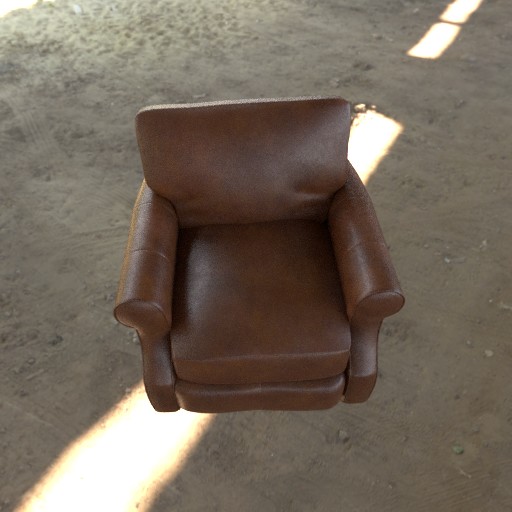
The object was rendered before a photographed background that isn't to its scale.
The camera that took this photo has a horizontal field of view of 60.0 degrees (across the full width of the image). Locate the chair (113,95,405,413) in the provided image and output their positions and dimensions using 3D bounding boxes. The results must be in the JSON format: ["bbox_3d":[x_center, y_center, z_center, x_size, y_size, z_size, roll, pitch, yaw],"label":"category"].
[{"bbox_3d":[0.000,0.000,1.765,0.989,0.972,0.992,-2,46,-2],"label":"chair"}]
